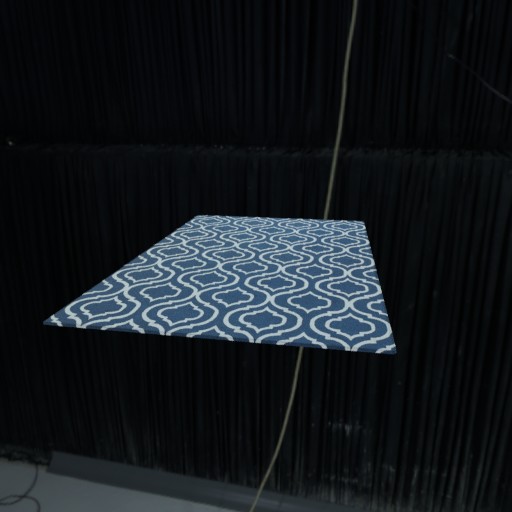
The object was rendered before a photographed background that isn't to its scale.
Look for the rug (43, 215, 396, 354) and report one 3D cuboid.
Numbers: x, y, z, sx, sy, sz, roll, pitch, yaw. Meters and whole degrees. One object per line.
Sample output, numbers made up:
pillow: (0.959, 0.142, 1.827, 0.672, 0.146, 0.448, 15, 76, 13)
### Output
rug: (0.000, 0.000, 2.212, 1.143, 0.010, 1.753, 3, 17, 10)
